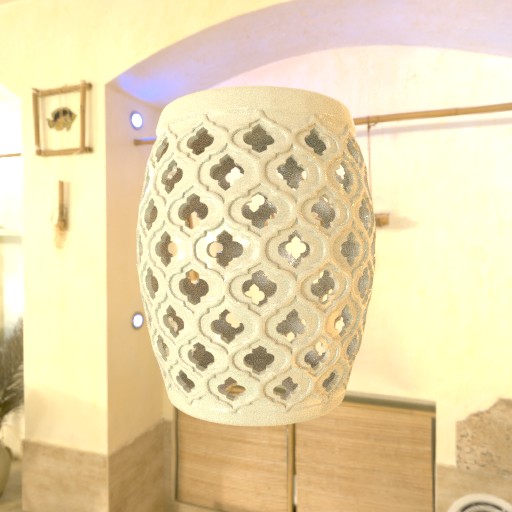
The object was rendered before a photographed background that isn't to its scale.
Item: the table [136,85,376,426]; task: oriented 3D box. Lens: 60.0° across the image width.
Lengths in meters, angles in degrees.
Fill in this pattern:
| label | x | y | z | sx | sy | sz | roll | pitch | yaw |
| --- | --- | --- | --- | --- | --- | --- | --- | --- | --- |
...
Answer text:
| label | x | y | z | sx | sy | sz | roll | pitch | yaw |
| --- | --- | --- | --- | --- | --- | --- | --- | --- | --- |
| table | 0.000 | 0.000 | 0.623 | 0.325 | 0.388 | 0.325 | 0 | 1 | 0 |
